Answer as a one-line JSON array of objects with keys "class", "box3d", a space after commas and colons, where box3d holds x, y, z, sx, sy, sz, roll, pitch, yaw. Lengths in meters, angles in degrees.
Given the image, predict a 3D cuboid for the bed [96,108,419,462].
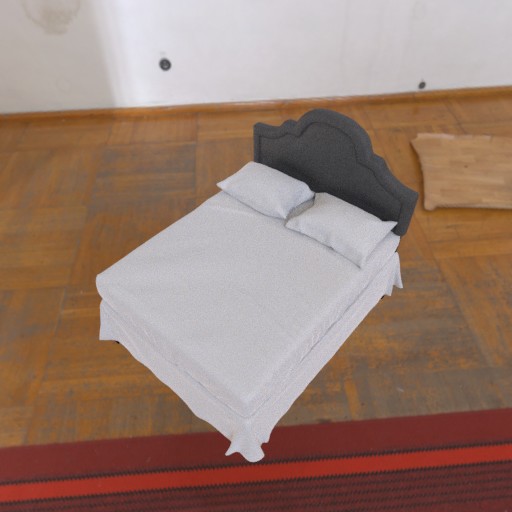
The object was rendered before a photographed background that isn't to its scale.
[{"class": "bed", "box3d": [0.000, 0.000, 3.466, 1.780, 1.634, 2.222, 32, 54, 26]}]
